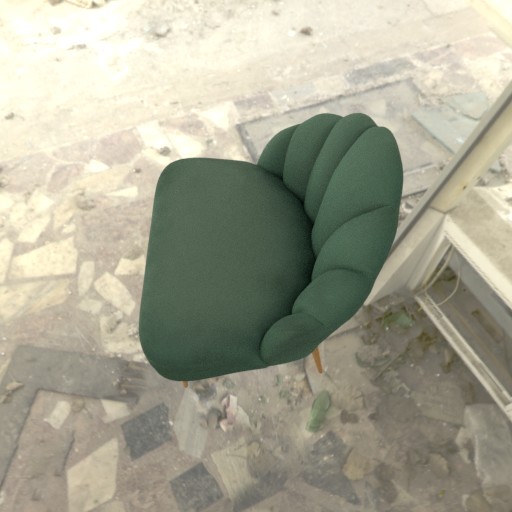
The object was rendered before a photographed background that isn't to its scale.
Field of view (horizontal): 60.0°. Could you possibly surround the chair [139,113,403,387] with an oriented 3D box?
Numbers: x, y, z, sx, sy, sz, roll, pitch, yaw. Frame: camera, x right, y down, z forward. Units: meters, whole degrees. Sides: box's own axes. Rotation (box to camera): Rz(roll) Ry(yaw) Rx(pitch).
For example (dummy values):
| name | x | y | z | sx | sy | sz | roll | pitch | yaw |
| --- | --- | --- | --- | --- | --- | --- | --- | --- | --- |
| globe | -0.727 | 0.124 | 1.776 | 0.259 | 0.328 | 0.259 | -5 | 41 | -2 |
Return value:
| name | x | y | z | sx | sy | sz | roll | pitch | yaw |
| --- | --- | --- | --- | --- | --- | --- | --- | --- | --- |
| chair | 0.000 | 0.000 | 1.248 | 0.599 | 0.819 | 0.657 | -1 | 58 | -1 |
